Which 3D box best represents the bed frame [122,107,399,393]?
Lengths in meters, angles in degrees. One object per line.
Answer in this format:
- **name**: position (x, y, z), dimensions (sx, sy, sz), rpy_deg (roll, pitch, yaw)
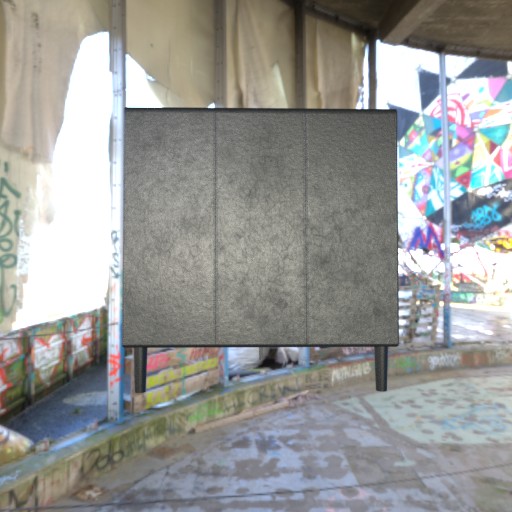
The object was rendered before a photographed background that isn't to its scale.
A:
- **bed frame**: position (0.000, 0.000, 2.524), dimensions (1.038, 1.046, 2.152), rpy_deg (0, -1, -1)
